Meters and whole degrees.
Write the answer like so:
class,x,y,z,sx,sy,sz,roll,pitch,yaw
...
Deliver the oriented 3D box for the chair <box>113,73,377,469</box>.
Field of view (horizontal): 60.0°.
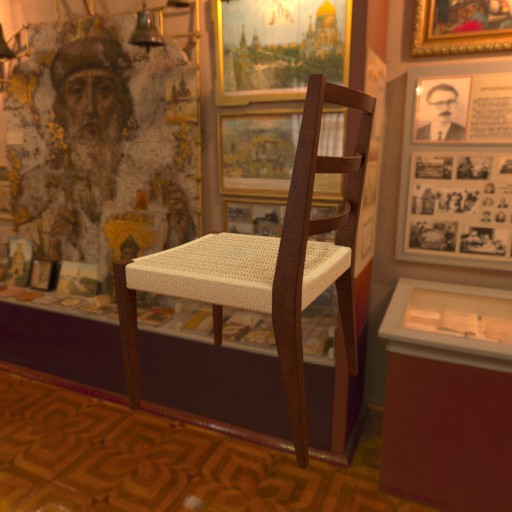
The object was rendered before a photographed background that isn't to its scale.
class,x,y,z,sx,sy,sz,roll,pitch,yaw
chair,0.000,0.000,1.177,0.551,0.813,0.480,7,15,25
